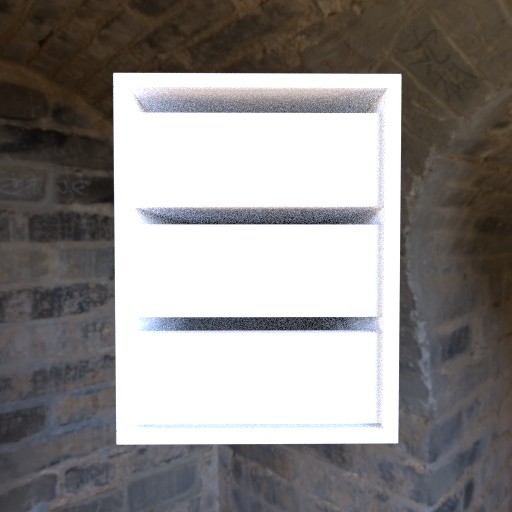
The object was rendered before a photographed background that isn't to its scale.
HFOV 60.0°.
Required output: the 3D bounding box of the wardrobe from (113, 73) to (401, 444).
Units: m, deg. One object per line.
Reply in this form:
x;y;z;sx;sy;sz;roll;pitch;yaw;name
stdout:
0.000;0.000;0.871;0.400;0.520;0.500;0;2;-1;wardrobe
